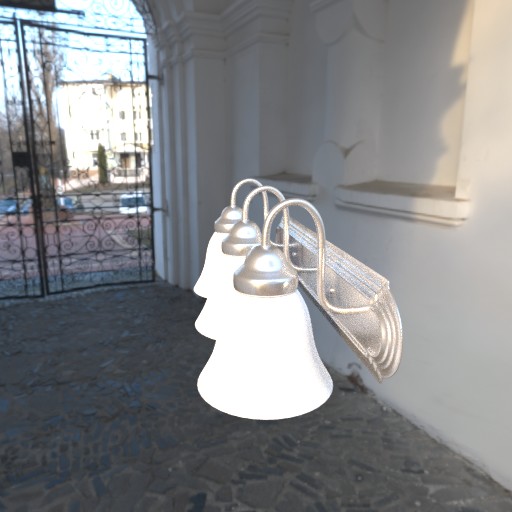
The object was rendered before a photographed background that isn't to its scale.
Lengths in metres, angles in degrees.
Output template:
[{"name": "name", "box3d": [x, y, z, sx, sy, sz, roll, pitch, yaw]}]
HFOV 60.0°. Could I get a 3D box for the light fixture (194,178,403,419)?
[{"name": "light fixture", "box3d": [0.000, 0.000, 0.706, 0.199, 0.222, 0.610, -2, 13, -8]}]
